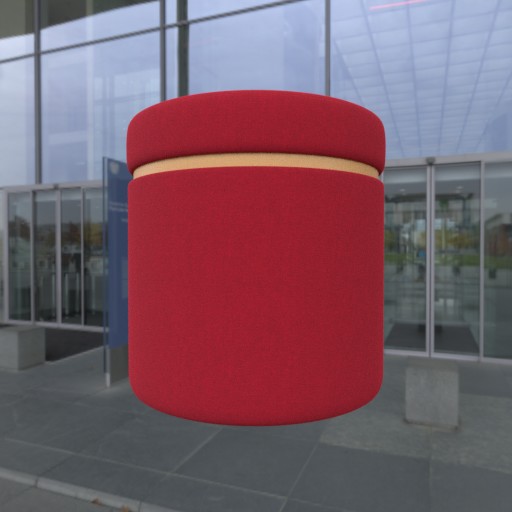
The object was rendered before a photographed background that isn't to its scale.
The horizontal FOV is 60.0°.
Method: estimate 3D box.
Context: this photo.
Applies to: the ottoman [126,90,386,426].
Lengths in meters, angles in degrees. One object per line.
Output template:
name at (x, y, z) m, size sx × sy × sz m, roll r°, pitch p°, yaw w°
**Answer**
ottoman at (0.000, 0.000, 0.715) m, size 0.400 × 0.406 × 0.400 m, roll 0°, pitch 1°, yaw 0°
